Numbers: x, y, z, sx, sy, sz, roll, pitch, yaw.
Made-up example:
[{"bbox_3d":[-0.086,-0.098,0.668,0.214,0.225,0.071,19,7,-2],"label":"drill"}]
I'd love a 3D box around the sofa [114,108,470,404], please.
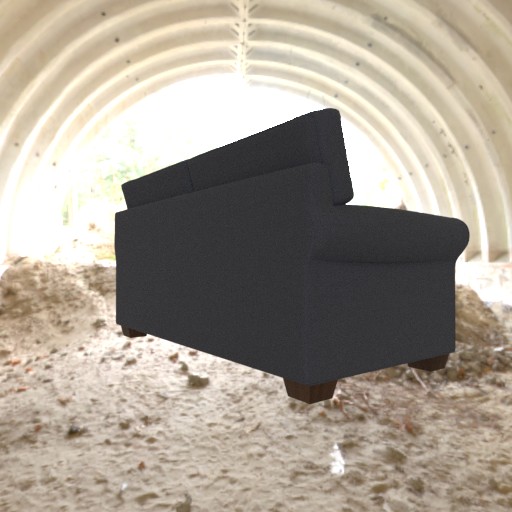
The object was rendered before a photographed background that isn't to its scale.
[{"bbox_3d":[0.000,0.000,2.436,0.940,1.020,1.930,0,-1,-37],"label":"sofa"}]
